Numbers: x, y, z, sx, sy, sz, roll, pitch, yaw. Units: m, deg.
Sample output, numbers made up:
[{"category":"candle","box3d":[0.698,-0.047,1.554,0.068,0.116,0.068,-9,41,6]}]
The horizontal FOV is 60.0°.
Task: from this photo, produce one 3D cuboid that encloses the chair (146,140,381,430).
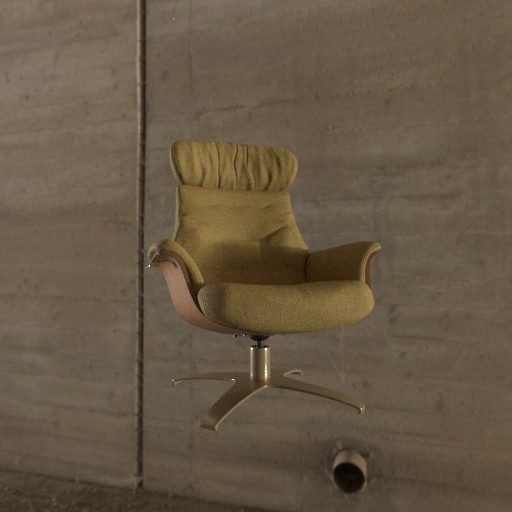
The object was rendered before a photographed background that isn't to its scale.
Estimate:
[{"category":"chair","box3d":[0.000,0.000,1.605,0.785,0.995,0.837,0,-1,-18]}]
